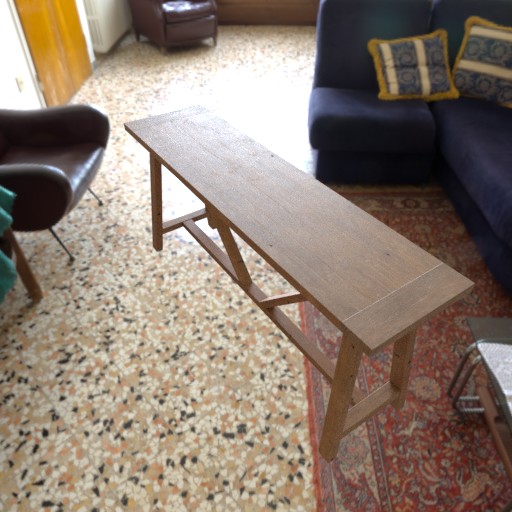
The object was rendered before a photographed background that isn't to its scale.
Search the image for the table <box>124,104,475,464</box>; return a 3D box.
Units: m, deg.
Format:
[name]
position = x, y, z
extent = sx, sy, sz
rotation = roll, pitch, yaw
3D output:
[table]
position = 0.000, 0.000, 2.146
extent = 0.465, 0.810, 1.800
rotation = -24, 46, -26
